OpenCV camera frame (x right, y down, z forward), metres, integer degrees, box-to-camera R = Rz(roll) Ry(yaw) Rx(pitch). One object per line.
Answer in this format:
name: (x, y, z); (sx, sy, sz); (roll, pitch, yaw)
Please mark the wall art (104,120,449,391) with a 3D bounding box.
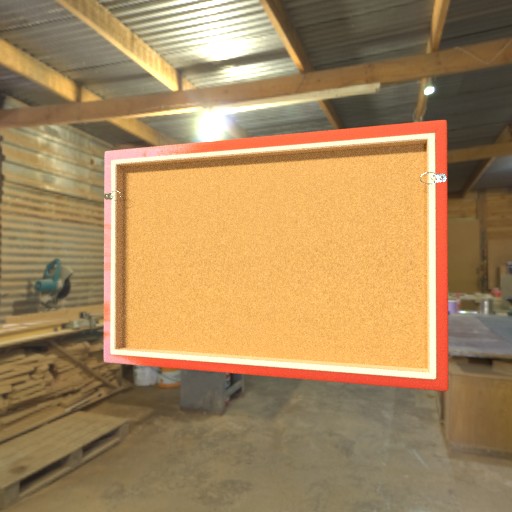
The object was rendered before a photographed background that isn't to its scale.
wall art: (0.000, 0.000, 1.147); (0.913, 0.609, 0.040); (0, -1, 18)
